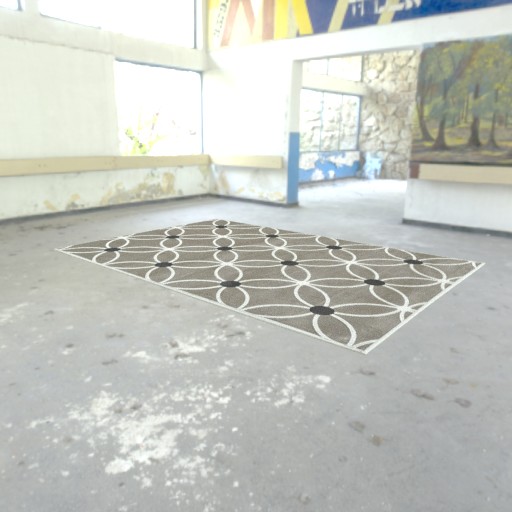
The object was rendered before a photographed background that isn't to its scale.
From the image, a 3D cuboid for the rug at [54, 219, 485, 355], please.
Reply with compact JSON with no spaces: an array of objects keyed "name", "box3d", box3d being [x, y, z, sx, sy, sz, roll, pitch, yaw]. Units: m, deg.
[{"name":"rug","box3d":[0.000,0.000,2.794,2.284,0.008,1.522,13,19,39]}]
